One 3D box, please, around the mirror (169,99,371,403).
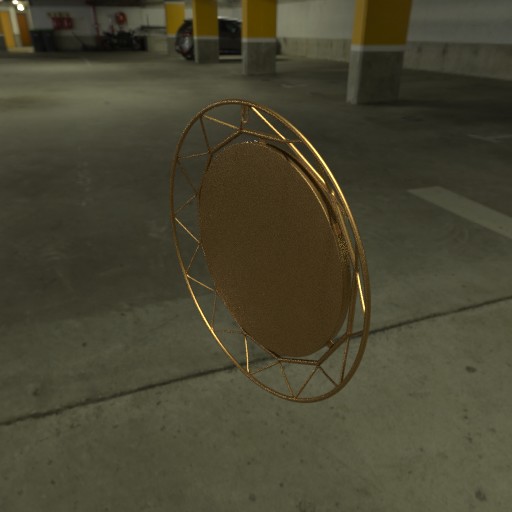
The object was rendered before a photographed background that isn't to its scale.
[{"bbox_3d":[0.000,0.000,0.672,0.043,0.454,0.454,-20,33,-34],"label":"mirror"}]
